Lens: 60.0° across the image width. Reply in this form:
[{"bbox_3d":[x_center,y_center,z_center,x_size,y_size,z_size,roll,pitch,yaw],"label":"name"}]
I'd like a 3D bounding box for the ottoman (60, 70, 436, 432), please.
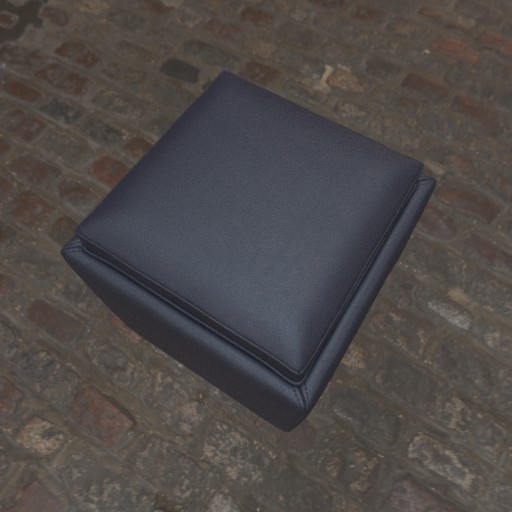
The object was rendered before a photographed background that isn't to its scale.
[{"bbox_3d":[0.000,0.000,0.838,0.450,0.460,0.451,30,68,13],"label":"ottoman"}]
